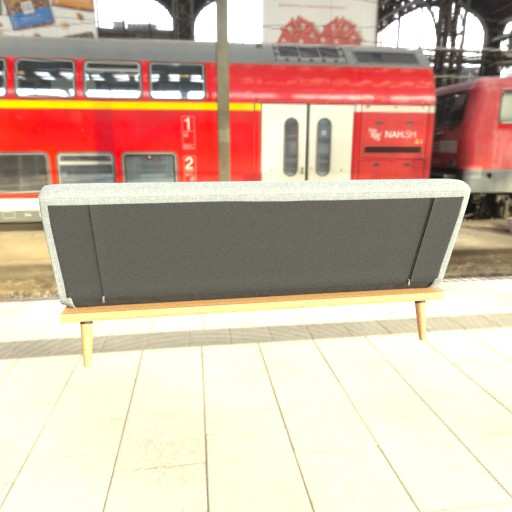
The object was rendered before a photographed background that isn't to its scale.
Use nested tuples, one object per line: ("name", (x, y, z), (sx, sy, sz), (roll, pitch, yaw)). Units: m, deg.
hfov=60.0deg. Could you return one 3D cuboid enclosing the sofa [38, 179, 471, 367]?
("sofa", (0.000, 0.000, 2.251), (1.820, 0.800, 0.800), (-2, 14, -9))
